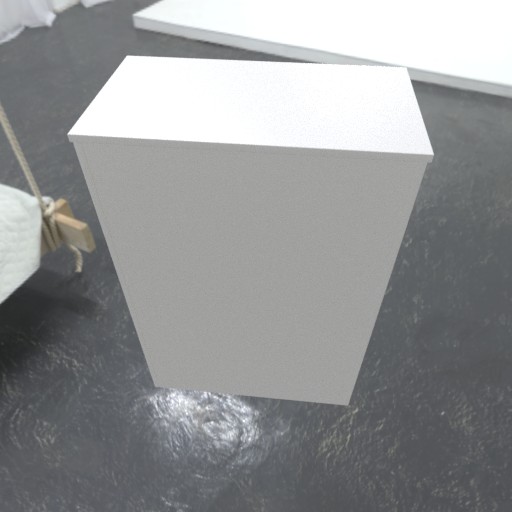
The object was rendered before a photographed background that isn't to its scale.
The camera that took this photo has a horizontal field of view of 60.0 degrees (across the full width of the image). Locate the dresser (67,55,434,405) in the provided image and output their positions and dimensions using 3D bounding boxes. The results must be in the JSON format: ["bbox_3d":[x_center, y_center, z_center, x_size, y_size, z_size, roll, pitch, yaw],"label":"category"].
[{"bbox_3d":[0.000,0.000,1.349,0.704,1.021,0.401,4,46,4],"label":"dresser"}]
